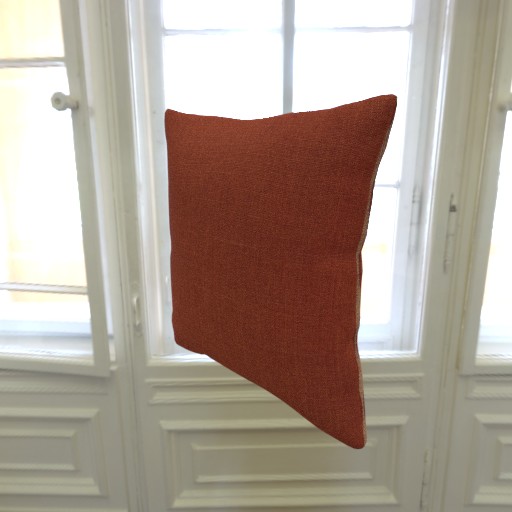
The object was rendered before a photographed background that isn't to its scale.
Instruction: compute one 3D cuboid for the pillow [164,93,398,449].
[{"bbox_3d":[0.000,0.000,0.659,0.159,0.434,0.429,-14,20,-43],"label":"pillow"}]
